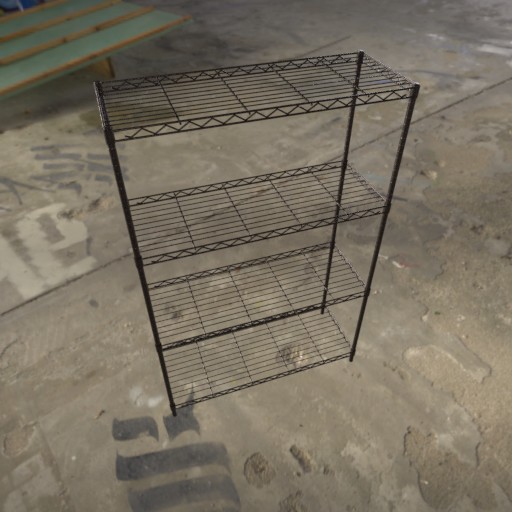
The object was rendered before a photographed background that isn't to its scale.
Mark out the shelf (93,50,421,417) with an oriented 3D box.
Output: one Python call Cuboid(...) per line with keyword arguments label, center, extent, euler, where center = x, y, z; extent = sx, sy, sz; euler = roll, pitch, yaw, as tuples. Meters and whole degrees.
Cuboid(label="shelf", center=(0.000, 0.000, 1.755), extent=(0.907, 1.361, 0.352), euler=(-13, 43, -14))
